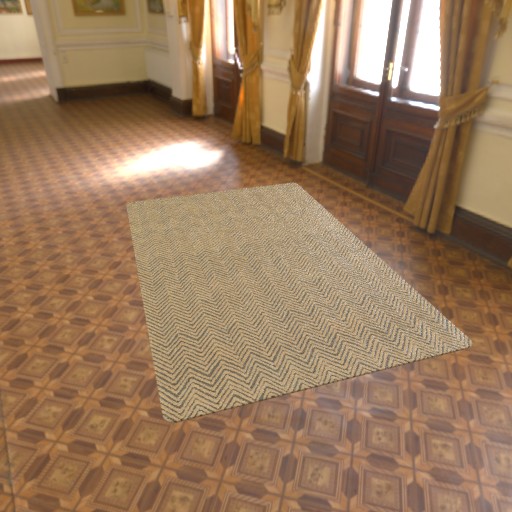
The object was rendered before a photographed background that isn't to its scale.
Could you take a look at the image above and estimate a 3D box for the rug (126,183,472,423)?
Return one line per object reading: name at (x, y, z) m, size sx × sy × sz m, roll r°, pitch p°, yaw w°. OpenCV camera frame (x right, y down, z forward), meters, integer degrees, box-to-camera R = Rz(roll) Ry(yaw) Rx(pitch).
rug at (0.000, 0.000, 2.204) m, size 1.144 × 0.008 × 1.752 m, roll -9°, pitch 32°, yaw -15°
